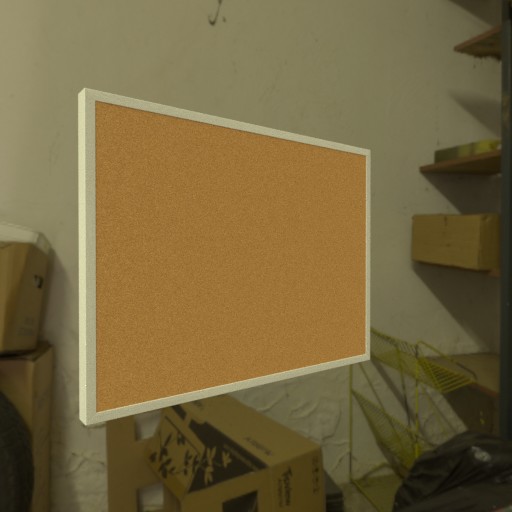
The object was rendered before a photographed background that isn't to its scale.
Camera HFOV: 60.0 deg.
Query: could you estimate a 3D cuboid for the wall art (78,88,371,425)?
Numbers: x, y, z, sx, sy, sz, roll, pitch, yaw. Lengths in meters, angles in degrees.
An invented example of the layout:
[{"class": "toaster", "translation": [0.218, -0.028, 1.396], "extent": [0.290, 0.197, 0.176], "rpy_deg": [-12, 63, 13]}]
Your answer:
[{"class": "wall art", "translation": [0.000, 0.000, 1.369], "extent": [1.041, 0.787, 0.053], "rpy_deg": [0, 1, -37]}]
